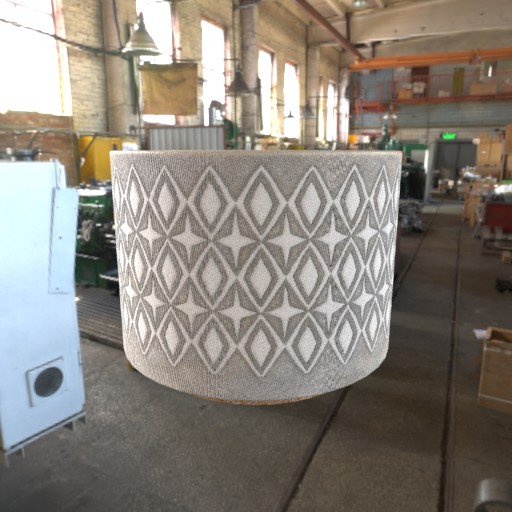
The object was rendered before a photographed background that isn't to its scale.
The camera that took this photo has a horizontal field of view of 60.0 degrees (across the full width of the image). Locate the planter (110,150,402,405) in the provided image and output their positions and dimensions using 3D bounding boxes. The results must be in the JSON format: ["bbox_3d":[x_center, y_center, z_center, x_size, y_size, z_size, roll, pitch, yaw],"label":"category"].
[{"bbox_3d":[0.000,0.000,0.275,0.164,0.127,0.164,0,13,0],"label":"planter"}]
